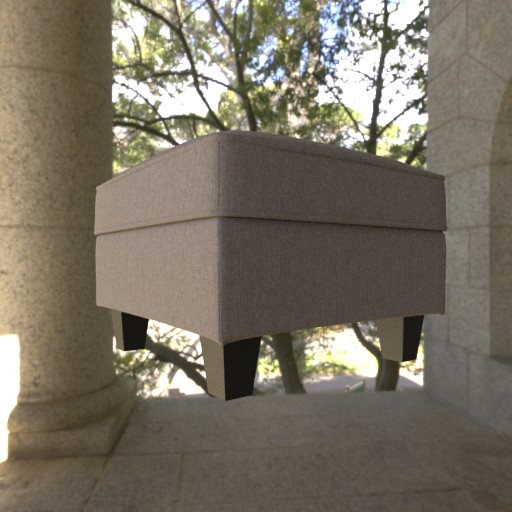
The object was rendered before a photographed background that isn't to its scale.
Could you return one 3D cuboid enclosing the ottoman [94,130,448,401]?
[{"bbox_3d":[0.000,0.000,1.399,0.808,0.612,0.871,0,-1,-36],"label":"ottoman"}]
